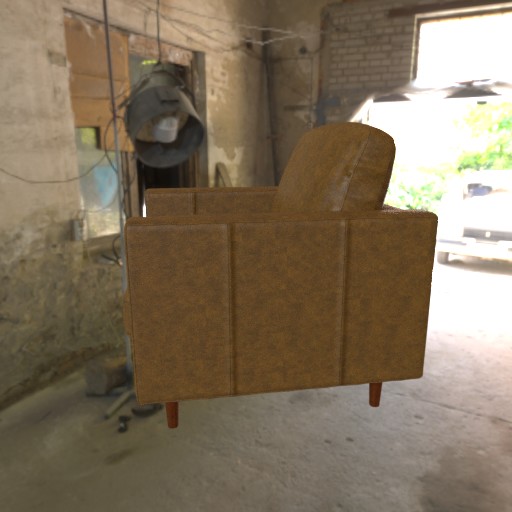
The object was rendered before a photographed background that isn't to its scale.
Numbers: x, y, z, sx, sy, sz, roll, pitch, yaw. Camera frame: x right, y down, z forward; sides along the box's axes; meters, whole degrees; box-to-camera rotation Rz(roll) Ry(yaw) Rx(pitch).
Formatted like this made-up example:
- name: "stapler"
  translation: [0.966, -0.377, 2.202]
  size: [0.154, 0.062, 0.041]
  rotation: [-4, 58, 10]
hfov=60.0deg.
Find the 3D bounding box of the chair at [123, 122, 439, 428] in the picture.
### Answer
- name: "chair"
  translation: [0.000, 0.000, 1.658]
  size: [0.909, 0.956, 0.890]
  rotation: [-2, 14, -10]
